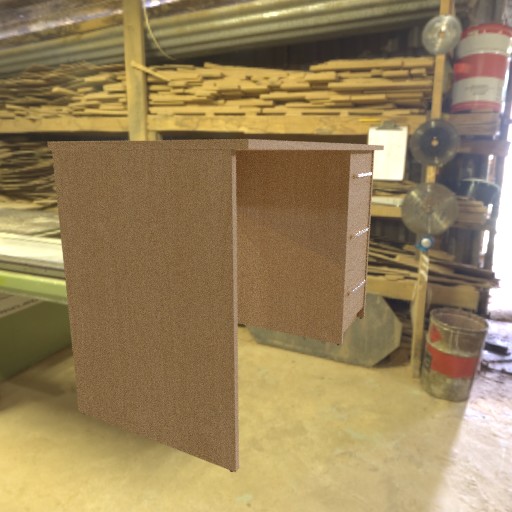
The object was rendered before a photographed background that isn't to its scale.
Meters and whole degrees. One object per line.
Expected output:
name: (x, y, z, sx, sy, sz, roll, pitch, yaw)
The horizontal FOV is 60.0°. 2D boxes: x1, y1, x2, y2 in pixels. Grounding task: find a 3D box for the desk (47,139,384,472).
desk: (0.000, 0.000, 1.501, 0.560, 0.735, 1.097, 7, 15, 28)
